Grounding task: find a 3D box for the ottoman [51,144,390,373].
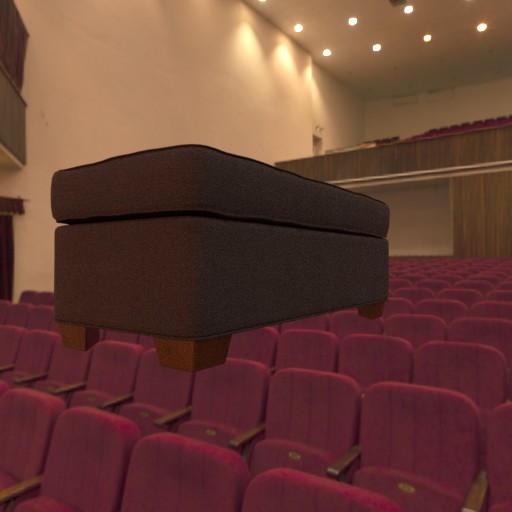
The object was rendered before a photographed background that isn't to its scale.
[{"bbox_3d":[0.000,0.000,1.402,0.515,0.460,1.110,0,-1,35],"label":"ottoman"}]
